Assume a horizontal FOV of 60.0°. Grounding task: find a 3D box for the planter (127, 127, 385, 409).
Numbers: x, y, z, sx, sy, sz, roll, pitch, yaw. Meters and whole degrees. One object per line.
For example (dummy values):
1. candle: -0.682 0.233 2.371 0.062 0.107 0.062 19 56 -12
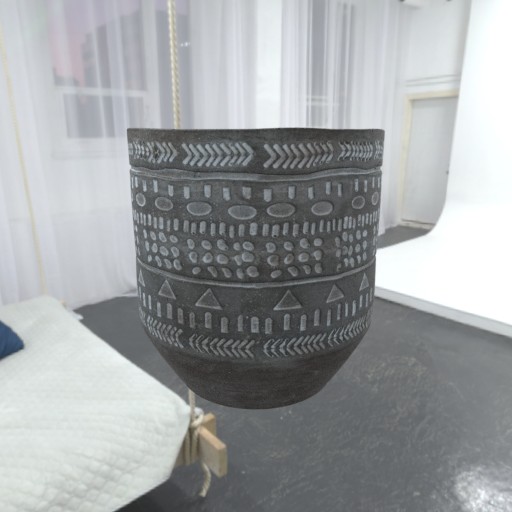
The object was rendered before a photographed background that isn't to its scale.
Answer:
1. planter: 0.000 0.000 0.270 0.142 0.149 0.142 0 15 0
